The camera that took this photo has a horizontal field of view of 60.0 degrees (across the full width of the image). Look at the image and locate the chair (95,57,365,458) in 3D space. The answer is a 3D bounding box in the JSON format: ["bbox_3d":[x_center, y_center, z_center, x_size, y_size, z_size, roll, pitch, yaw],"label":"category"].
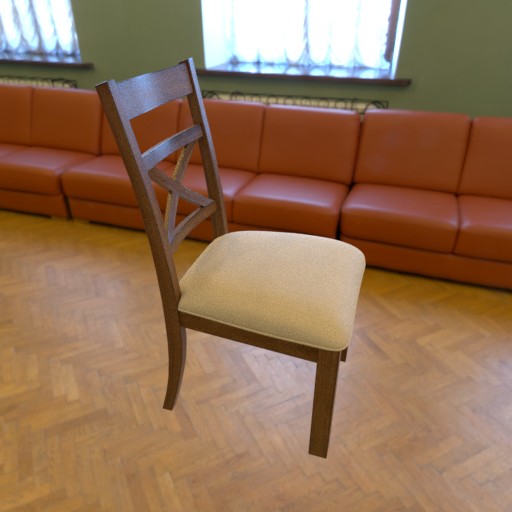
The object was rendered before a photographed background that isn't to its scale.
[{"bbox_3d":[0.000,0.000,1.227,0.581,0.949,0.461,9,32,15],"label":"chair"}]
